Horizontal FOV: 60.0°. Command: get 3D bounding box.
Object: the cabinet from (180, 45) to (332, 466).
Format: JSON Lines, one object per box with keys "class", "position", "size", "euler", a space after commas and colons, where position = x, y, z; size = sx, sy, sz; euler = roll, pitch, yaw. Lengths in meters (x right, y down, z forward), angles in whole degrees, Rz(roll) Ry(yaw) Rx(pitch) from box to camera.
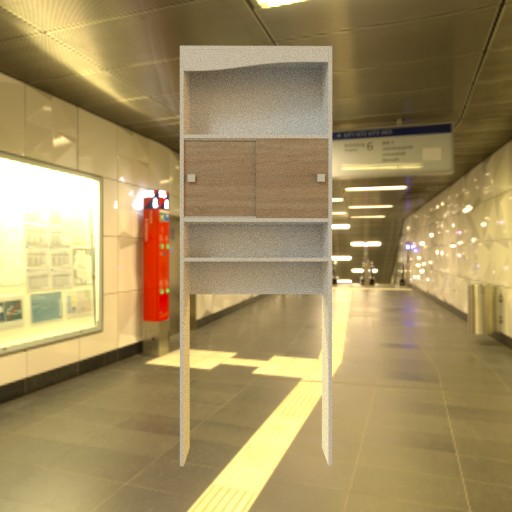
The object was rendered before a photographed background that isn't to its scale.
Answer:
{"class": "cabinet", "position": [0.000, 0.000, 1.950], "size": [0.643, 1.770, 0.192], "euler": [0, 0, 0]}
